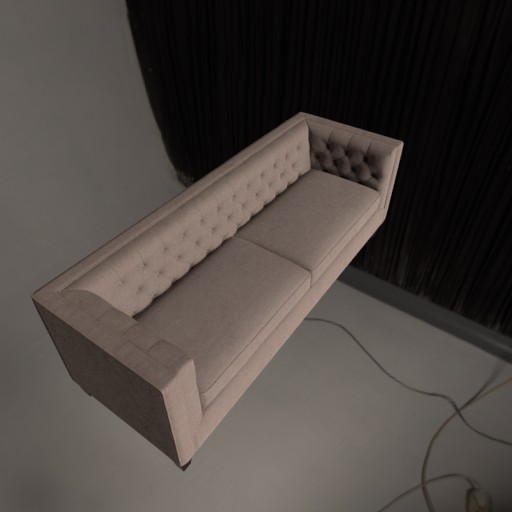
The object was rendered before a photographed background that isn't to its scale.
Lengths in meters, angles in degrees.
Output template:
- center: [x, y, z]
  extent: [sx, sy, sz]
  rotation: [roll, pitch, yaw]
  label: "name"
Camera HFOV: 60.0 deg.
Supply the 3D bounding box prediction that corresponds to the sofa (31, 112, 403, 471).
- center: [0.000, 0.000, 2.564]
  extent: [0.775, 0.762, 2.159]
  rotation: [26, 48, 25]
  label: "sofa"
